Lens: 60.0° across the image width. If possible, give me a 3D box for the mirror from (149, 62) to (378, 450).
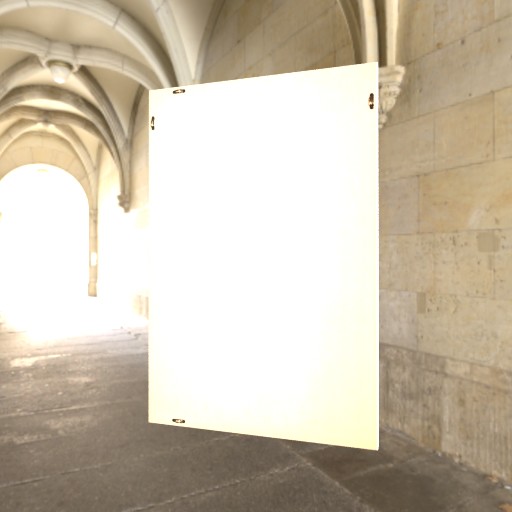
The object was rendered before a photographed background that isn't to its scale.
[{"bbox_3d":[0.000,0.000,1.149,0.609,0.915,0.041,0,0,17],"label":"mirror"}]
